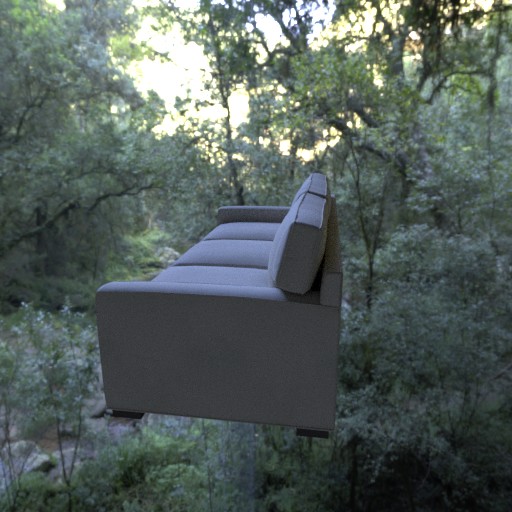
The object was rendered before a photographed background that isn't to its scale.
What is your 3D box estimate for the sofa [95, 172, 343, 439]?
[{"bbox_3d":[0.000,0.000,2.633,0.935,0.862,2.088,2,16,9],"label":"sofa"}]
